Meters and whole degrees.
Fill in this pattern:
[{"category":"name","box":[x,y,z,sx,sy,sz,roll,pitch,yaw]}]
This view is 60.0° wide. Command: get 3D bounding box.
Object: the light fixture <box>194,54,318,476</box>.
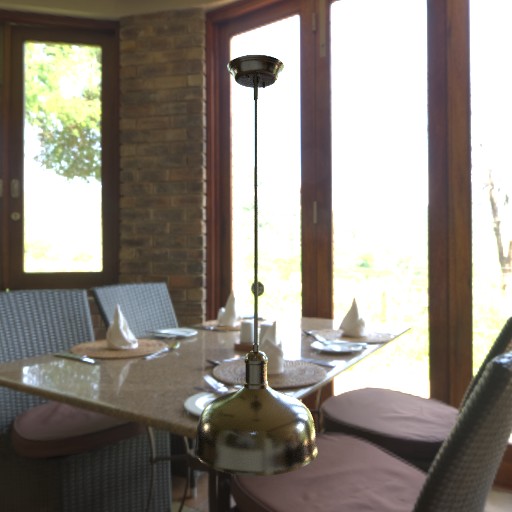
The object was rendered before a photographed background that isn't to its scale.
[{"category":"light fixture","box":[0.000,0.000,1.093,0.299,0.935,0.299,-1,-1,36]}]
